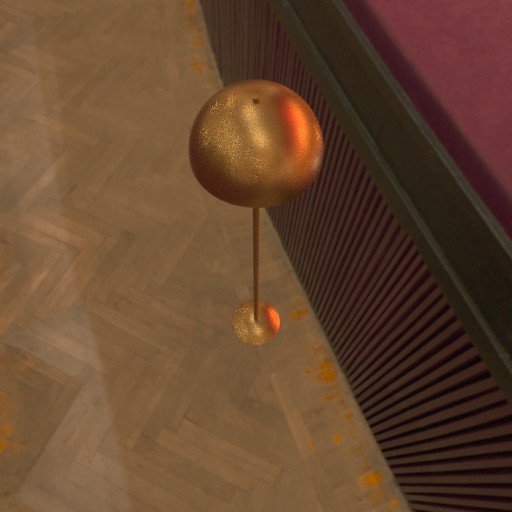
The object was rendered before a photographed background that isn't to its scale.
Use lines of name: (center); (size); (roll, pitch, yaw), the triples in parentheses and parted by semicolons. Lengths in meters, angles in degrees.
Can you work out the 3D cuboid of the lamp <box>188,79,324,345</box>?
lamp: (0.000, 0.000, 1.590); (0.328, 1.480, 0.328); (-18, 65, -9)
